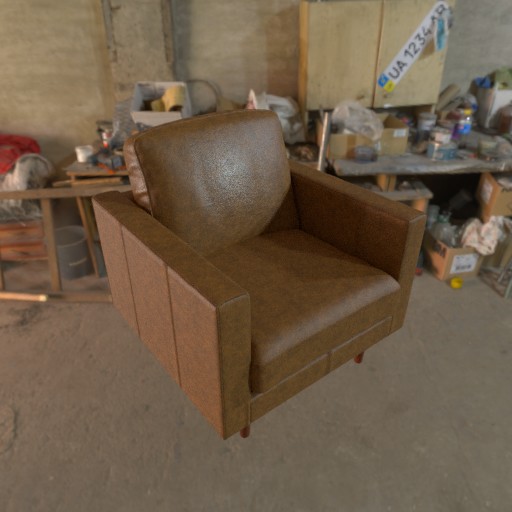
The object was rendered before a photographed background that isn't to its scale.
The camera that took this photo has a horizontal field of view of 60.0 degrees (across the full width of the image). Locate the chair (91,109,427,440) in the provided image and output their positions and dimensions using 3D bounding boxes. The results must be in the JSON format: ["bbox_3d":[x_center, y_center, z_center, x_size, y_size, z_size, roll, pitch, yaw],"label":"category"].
[{"bbox_3d":[0.000,0.000,1.710,0.890,0.956,0.909,-22,37,-31],"label":"chair"}]
